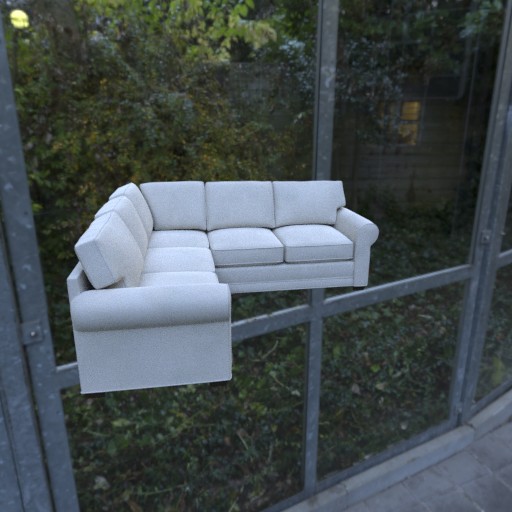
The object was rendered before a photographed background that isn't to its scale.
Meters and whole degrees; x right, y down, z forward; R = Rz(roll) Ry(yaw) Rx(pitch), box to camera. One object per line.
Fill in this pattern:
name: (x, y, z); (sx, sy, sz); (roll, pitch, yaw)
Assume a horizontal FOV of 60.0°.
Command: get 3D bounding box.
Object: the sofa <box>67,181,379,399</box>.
sofa: (0.000, 0.000, 3.867); (2.569, 1.054, 2.487); (-3, 17, -9)
